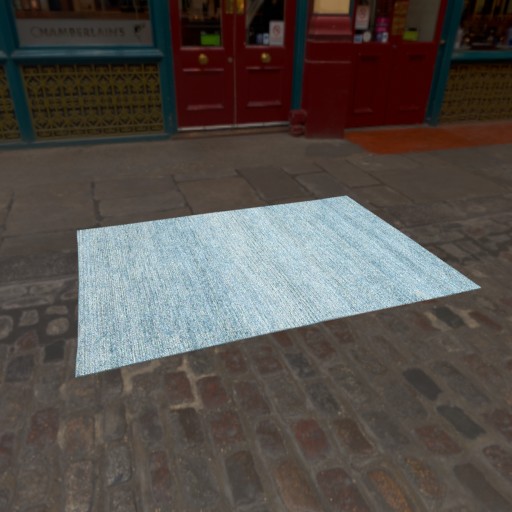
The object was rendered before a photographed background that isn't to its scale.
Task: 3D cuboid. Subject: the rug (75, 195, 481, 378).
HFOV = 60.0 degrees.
[{"bbox_3d":[0.000,0.000,2.941,2.260,0.026,1.611,-9,30,-16],"label":"rug"}]
